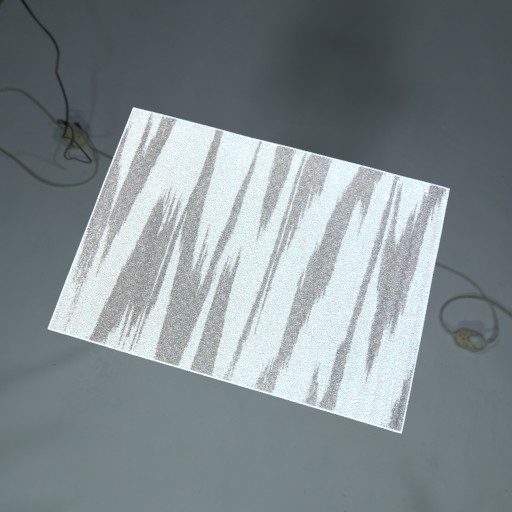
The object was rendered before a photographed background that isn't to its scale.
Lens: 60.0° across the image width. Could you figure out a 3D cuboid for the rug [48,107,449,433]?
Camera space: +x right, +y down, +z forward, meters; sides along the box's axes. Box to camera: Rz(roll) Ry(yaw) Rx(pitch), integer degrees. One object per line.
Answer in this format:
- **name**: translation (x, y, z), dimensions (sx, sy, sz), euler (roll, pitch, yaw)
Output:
- **rug**: translation (0.000, 0.000, 2.730), dimensions (2.142, 0.010, 1.533), euler (15, 77, 4)
